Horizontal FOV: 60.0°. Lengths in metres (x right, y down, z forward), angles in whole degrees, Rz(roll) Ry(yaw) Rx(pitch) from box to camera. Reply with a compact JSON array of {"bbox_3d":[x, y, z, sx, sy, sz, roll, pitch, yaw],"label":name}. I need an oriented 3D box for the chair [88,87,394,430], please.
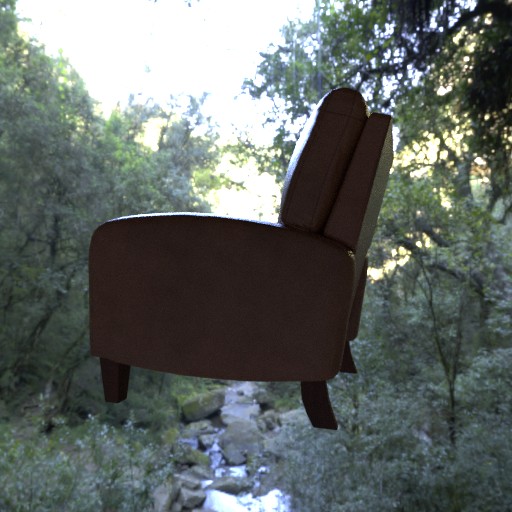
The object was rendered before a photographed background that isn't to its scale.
[{"bbox_3d":[0.000,0.000,1.676,0.990,0.990,0.762,0,0,18],"label":"chair"}]
